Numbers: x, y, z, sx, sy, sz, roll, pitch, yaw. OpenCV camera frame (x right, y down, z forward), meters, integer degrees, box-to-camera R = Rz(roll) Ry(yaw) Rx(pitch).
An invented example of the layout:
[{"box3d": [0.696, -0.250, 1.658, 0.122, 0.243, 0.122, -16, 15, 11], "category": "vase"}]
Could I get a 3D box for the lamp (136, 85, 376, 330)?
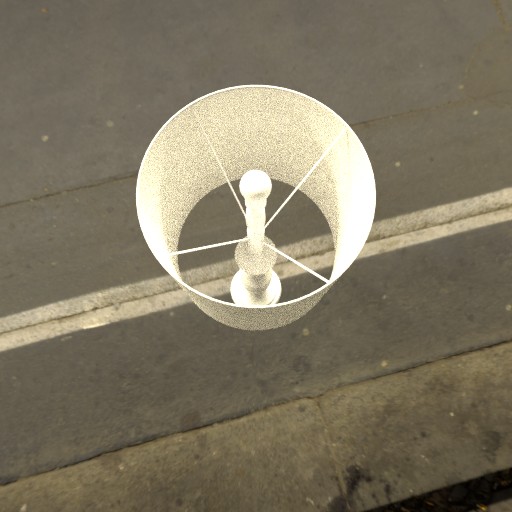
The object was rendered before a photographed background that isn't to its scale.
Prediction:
[{"box3d": [0.000, 0.000, 0.731, 0.250, 0.597, 0.250, -35, 78, -9], "category": "lamp"}]
